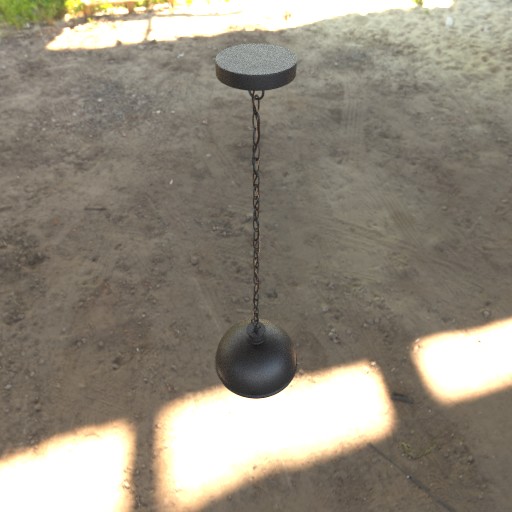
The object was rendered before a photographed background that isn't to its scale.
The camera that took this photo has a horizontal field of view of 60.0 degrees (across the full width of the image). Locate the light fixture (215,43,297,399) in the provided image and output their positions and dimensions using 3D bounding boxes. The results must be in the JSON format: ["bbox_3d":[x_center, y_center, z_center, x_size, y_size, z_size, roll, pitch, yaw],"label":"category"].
[{"bbox_3d":[0.000,0.000,1.249,0.304,1.090,0.304,30,52,27],"label":"light fixture"}]
